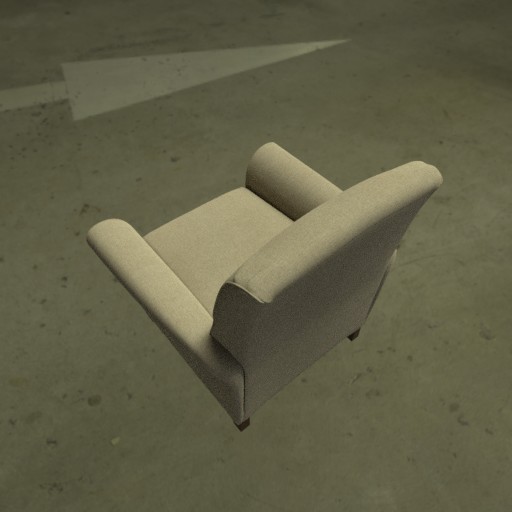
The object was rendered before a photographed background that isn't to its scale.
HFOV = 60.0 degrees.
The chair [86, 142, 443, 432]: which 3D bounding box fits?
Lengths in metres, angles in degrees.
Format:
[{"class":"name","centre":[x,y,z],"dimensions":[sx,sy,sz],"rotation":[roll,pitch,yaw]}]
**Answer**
[{"class":"chair","centre":[0.000,0.000,1.735],"dimensions":[0.978,1.061,0.905],"rotation":[-31,55,-26]}]
